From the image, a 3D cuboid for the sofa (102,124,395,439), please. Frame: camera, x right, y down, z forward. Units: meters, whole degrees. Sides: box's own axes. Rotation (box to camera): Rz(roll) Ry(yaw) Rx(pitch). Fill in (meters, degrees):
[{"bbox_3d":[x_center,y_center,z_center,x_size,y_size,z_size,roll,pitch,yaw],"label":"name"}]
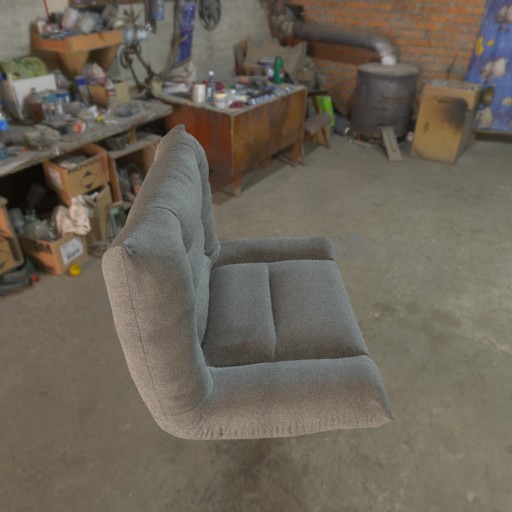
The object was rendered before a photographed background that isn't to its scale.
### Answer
[{"bbox_3d":[0.000,0.000,1.698,0.847,0.795,1.144,-1,32,-2],"label":"sofa"}]
